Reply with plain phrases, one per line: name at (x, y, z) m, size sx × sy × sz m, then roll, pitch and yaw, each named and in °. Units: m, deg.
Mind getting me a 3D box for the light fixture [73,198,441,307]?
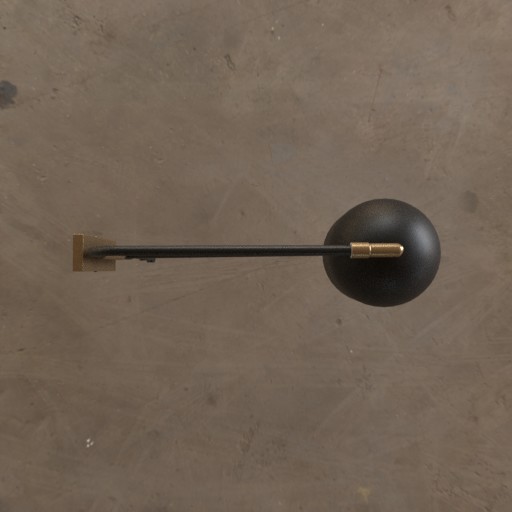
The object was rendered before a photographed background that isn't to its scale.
light fixture at (0.000, 0.000, 1.090) m, size 0.720 × 0.696 × 0.215 m, roll 0°, pitch 88°, yaw 0°
